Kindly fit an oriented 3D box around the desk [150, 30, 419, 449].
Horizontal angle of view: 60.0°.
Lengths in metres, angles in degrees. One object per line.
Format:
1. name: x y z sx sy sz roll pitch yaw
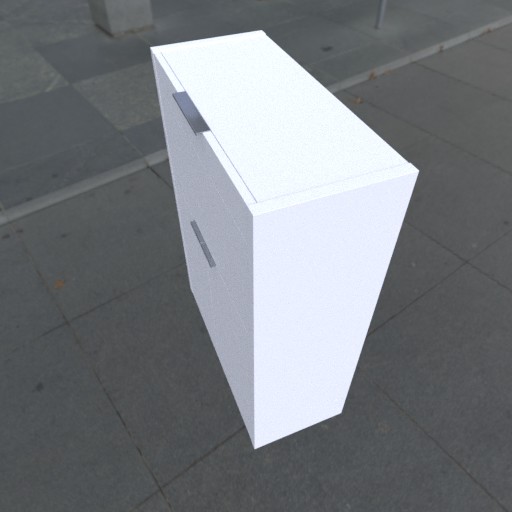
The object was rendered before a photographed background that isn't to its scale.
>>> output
1. desk: 0.000 0.000 1.579 0.390 1.190 0.850 -17 49 -15
